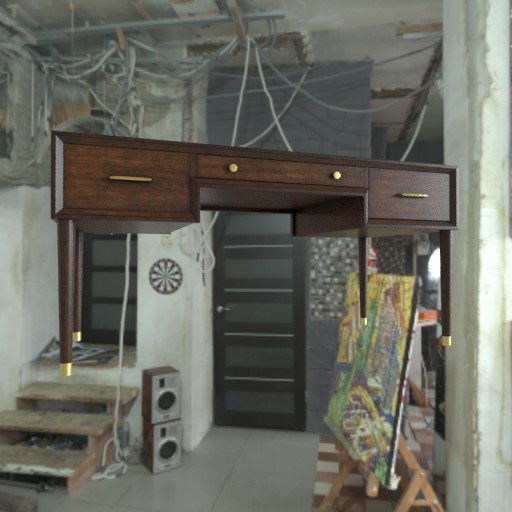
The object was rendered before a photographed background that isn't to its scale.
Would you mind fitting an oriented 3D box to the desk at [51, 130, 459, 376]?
[{"bbox_3d":[0.000,0.000,1.945,1.575,0.762,0.724,0,-1,-19],"label":"desk"}]
